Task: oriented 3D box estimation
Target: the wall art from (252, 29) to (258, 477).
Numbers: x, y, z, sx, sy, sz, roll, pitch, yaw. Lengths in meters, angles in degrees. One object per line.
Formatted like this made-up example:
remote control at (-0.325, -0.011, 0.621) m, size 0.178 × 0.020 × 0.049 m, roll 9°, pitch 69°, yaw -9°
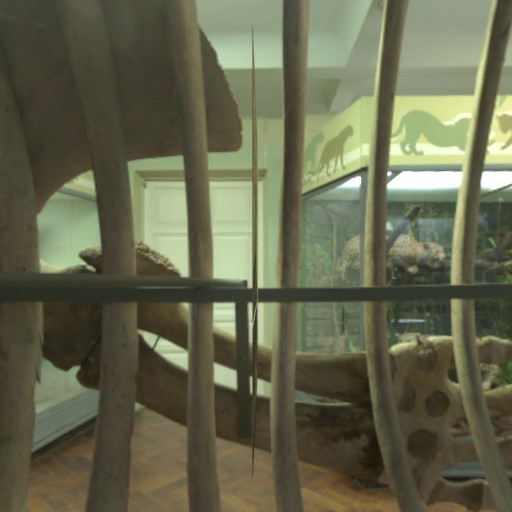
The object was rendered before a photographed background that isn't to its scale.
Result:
wall art at (0.000, 0.000, 2.238) m, size 0.002 × 1.505 × 1.517 m, roll 0°, pitch -2°, yaw 1°
